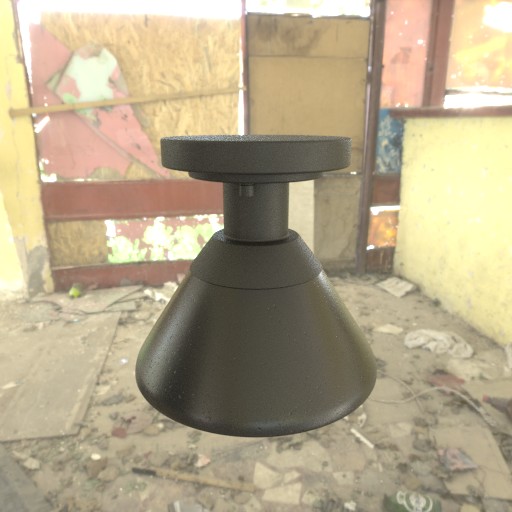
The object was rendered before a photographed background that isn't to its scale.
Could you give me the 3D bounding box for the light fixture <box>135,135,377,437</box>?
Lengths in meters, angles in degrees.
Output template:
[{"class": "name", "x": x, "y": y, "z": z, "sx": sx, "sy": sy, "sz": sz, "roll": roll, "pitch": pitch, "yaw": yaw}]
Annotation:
[{"class": "light fixture", "x": 0.000, "y": 0.000, "z": 0.354, "sx": 0.200, "sy": 0.183, "sz": 0.200, "roll": 0, "pitch": 17, "yaw": 0}]
